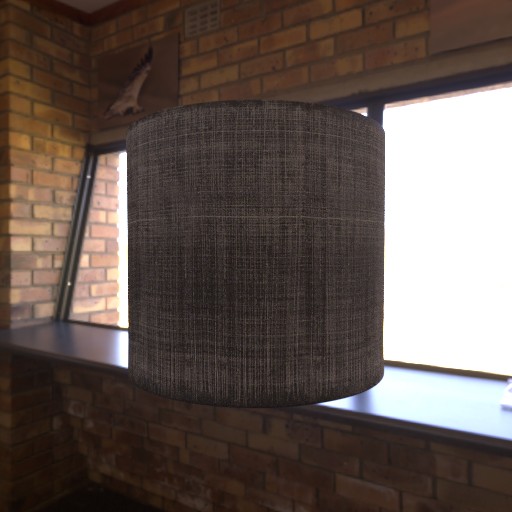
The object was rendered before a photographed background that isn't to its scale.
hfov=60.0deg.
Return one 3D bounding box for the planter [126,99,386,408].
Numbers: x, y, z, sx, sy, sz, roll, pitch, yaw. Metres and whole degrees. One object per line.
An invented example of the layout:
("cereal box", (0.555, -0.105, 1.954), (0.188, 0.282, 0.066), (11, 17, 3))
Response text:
("planter", (0.000, 0.000, 0.393), (0.221, 0.201, 0.221), (0, 0, 0))
